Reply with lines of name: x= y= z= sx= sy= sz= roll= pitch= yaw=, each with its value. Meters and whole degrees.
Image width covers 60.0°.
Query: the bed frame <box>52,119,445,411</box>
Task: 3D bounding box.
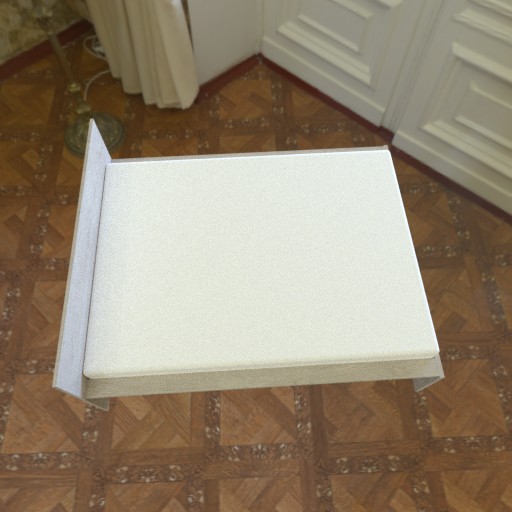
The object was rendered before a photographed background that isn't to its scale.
bed frame: x=0.000 y=0.000 z=2.766 sx=1.960 sy=0.800 sz=1.622 roll=-3 pitch=63 yaw=-2
